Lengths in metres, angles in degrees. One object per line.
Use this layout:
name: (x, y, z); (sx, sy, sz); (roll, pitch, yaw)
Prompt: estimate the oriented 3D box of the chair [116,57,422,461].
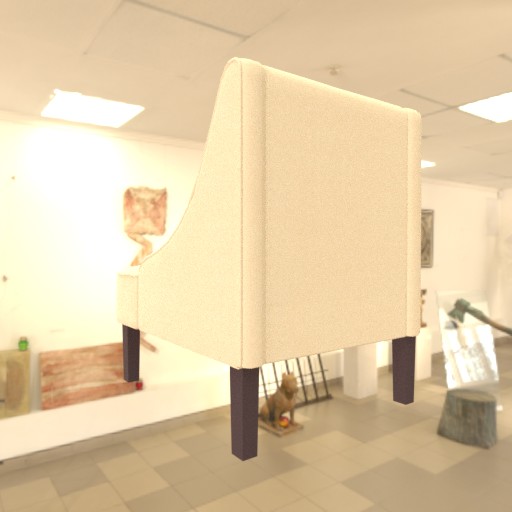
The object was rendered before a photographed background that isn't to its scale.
chair: (0.000, 0.000, 1.464); (0.689, 0.886, 0.806); (-1, 1, -36)
